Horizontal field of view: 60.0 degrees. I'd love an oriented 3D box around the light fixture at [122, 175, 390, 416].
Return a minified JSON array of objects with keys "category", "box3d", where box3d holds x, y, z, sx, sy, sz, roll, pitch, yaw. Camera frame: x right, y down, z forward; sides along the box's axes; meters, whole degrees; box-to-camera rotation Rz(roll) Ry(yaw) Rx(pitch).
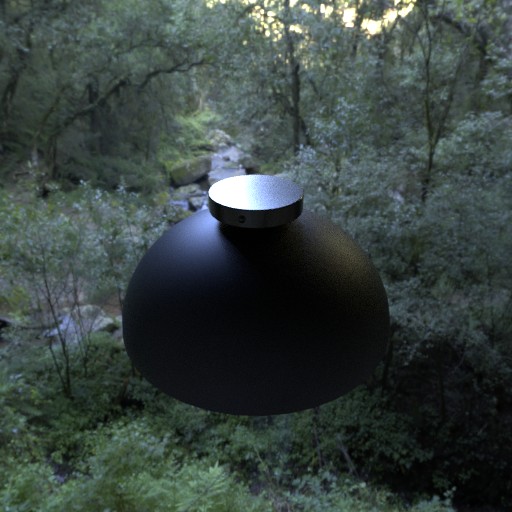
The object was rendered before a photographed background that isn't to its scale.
[{"category":"light fixture","box3d":[0.000,0.000,0.566,0.355,0.177,0.355,0,30,0]}]
